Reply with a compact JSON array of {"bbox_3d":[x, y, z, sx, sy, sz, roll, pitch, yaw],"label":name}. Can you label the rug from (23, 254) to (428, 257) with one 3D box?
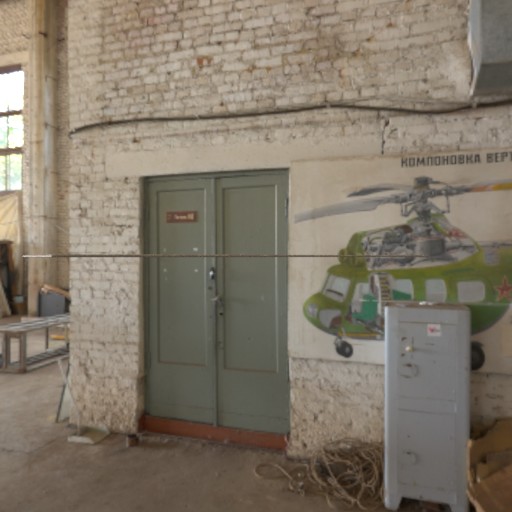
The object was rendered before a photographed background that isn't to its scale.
[{"bbox_3d":[0.000,0.000,2.429,2.196,0.011,0.662,0,0,-35],"label":"rug"}]
